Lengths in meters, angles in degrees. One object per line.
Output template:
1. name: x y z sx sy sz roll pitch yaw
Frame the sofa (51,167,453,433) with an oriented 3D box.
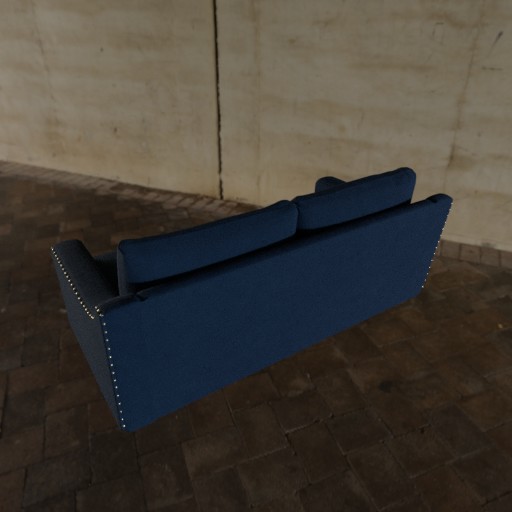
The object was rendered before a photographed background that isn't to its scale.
1. sofa: 0.000 0.000 2.694 2.107 0.983 1.104 -18 34 -29
